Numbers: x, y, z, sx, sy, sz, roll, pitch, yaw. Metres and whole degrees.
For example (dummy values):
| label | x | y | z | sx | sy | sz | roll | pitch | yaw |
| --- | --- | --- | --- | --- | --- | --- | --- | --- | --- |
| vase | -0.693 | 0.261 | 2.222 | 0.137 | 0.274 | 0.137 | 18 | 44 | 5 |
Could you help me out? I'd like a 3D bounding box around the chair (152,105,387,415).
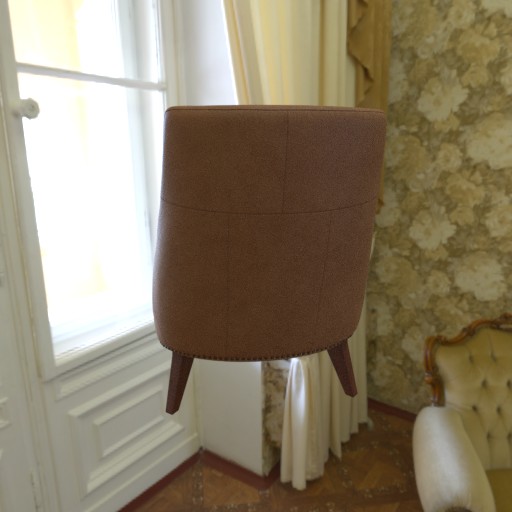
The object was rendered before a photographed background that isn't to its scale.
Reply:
| label | x | y | z | sx | sy | sz | roll | pitch | yaw |
| --- | --- | --- | --- | --- | --- | --- | --- | --- | --- |
| chair | 0.000 | 0.000 | 1.502 | 0.701 | 0.909 | 0.861 | -2 | 14 | -9 |
